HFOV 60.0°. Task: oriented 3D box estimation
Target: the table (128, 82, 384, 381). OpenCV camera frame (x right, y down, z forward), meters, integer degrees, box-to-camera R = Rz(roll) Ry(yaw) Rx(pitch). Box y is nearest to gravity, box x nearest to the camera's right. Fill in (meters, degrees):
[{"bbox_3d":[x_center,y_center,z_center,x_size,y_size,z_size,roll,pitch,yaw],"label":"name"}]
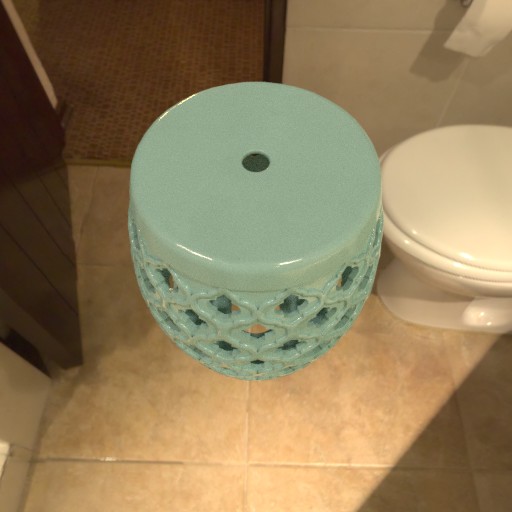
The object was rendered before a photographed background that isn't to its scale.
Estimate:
[{"bbox_3d":[0.000,0.000,0.626,0.325,0.388,0.325,0,59,0],"label":"table"}]
